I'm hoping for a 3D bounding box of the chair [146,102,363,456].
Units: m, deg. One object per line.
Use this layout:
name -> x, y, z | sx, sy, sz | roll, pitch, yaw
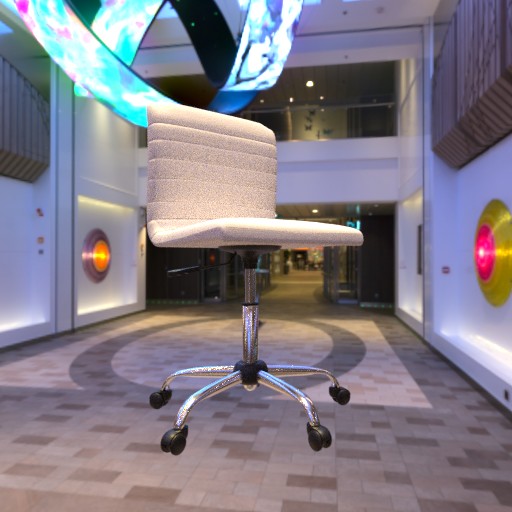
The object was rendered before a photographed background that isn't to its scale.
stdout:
chair -> 0.000, 0.000, 1.026 | 0.520, 0.750, 0.455 | 0, 0, -36
